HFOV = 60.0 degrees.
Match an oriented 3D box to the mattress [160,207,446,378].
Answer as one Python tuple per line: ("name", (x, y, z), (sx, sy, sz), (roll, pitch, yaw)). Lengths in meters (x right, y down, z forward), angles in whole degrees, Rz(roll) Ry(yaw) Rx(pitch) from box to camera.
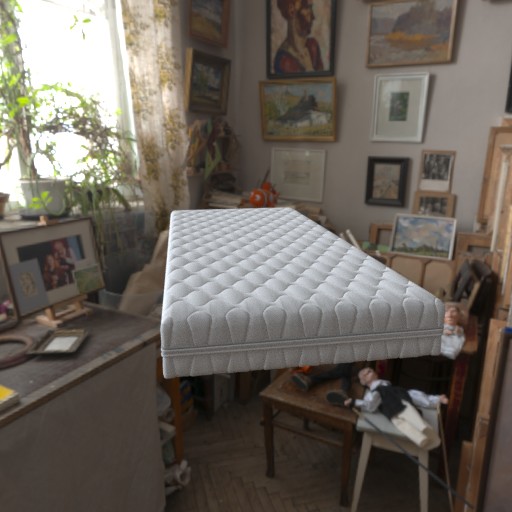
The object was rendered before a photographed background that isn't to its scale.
("mattress", (0.000, 0.000, 2.308), (0.900, 0.200, 2.000), (-3, 15, -9))
